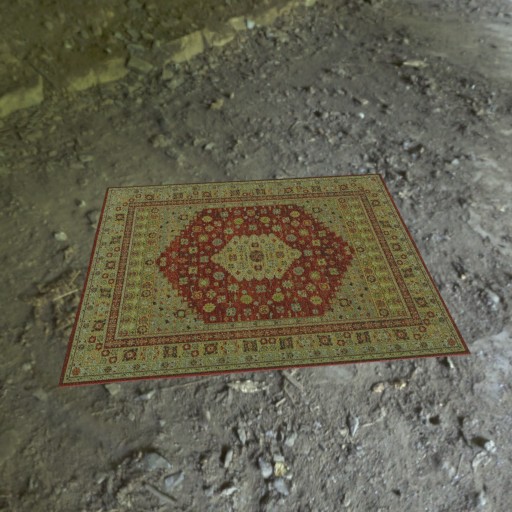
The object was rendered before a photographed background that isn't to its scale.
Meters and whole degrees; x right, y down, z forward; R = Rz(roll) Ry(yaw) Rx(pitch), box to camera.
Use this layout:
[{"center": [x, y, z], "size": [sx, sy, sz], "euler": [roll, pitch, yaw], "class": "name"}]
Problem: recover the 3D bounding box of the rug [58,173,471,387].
[{"center": [0.000, 0.000, 4.091], "size": [3.053, 0.013, 2.387], "euler": [-4, 45, -4], "class": "rug"}]
